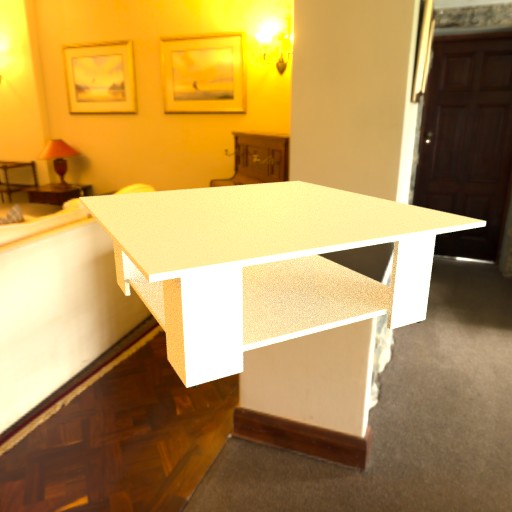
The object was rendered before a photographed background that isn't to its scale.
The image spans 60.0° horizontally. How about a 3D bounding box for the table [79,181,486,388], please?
[{"bbox_3d":[0.000,0.000,1.379,0.890,0.305,0.890,-9,19,-27],"label":"table"}]
